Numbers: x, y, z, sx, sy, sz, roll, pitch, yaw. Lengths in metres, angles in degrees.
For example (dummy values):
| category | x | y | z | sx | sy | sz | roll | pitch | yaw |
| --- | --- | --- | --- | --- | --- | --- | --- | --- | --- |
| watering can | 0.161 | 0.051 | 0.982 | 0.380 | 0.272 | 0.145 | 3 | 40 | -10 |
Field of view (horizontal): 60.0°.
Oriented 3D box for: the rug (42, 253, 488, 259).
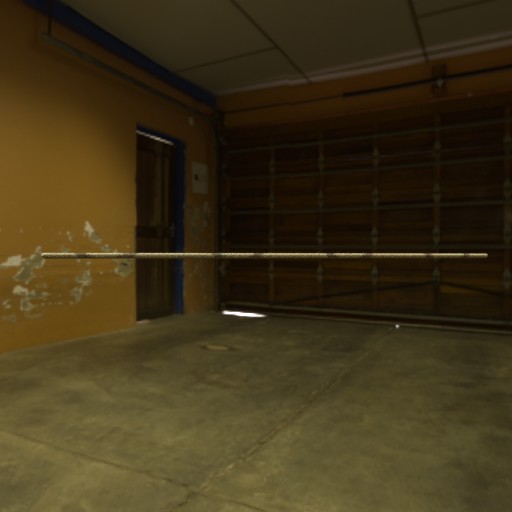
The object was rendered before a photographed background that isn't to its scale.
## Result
| category | x | y | z | sx | sy | sz | roll | pitch | yaw |
| --- | --- | --- | --- | --- | --- | --- | --- | --- | --- |
| rug | 0.000 | 0.000 | 2.923 | 2.348 | 0.024 | 1.501 | 0 | 0 | -17 |
